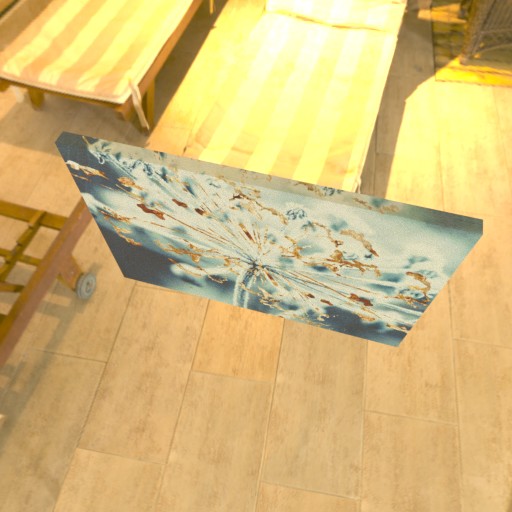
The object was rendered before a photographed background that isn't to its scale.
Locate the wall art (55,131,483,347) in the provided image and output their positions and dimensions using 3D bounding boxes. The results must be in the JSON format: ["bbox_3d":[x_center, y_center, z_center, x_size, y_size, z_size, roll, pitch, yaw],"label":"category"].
[{"bbox_3d":[0.000,0.000,1.180,0.912,0.608,0.038,13,59,8],"label":"wall art"}]
